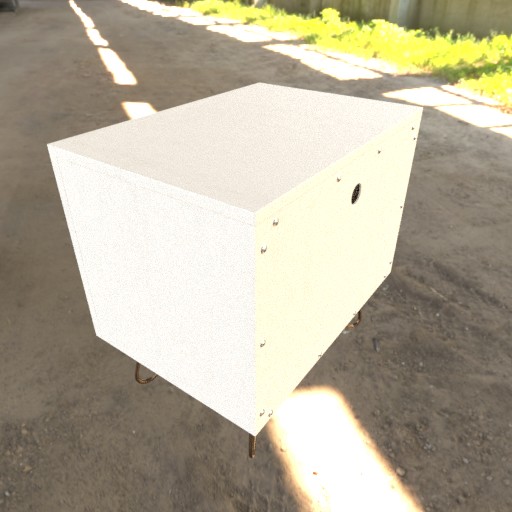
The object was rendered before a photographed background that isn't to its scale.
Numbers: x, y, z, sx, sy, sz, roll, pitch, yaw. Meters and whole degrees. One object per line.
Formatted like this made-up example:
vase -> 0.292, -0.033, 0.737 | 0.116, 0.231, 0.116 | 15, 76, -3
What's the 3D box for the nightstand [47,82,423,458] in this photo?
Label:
nightstand -> 0.000, 0.000, 1.011 | 0.447, 0.604, 0.614 | 21, 38, 30
